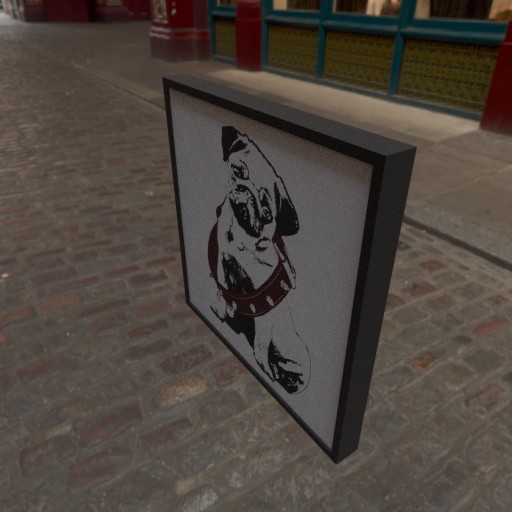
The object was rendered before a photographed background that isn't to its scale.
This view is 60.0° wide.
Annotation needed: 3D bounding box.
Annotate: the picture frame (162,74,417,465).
[{"bbox_3d":[0.000,0.000,0.473,0.030,0.317,0.317,-21,38,-29],"label":"picture frame"}]
